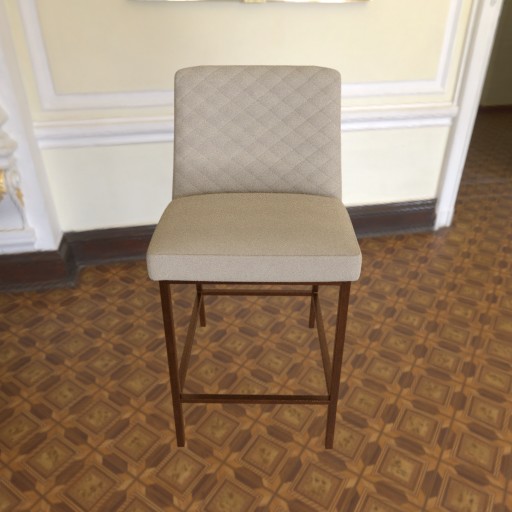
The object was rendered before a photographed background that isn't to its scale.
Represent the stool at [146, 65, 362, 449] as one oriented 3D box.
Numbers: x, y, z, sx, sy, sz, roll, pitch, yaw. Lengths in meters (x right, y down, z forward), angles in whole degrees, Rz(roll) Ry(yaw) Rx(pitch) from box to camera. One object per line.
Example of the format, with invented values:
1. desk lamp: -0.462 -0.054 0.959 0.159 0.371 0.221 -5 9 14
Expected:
1. stool: 0.000 0.000 1.293 0.507 0.973 0.576 0 30 1
